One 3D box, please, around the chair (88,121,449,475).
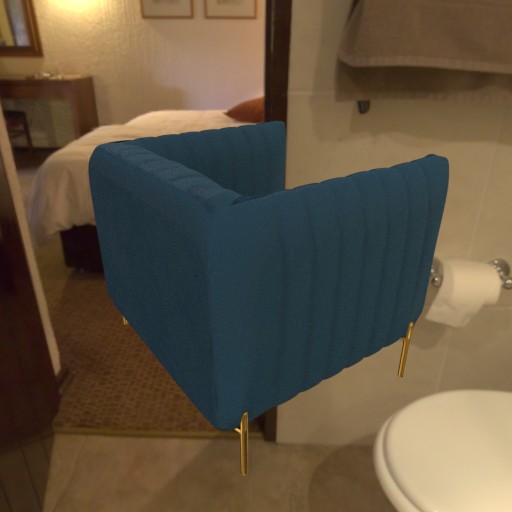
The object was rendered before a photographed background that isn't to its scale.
[{"bbox_3d":[0.000,0.000,1.596,0.877,0.793,0.947,-17,31,-32],"label":"chair"}]
